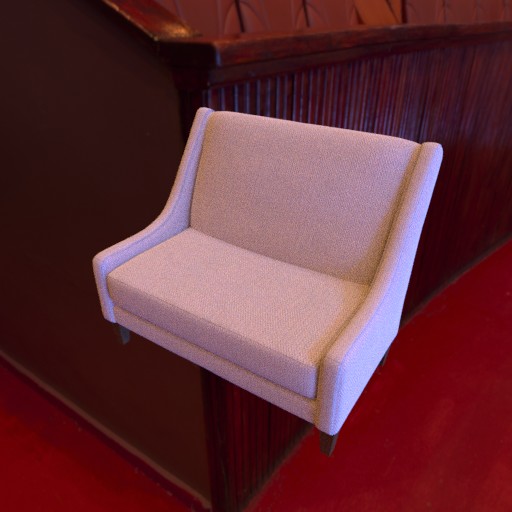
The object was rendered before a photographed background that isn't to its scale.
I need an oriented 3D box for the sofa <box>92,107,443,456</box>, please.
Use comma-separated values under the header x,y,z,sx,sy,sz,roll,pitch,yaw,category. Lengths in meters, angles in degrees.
x,y,z,sx,sy,sz,roll,pitch,yaw,category
0.000,0.000,1.972,1.242,1.022,0.870,19,35,29,sofa
